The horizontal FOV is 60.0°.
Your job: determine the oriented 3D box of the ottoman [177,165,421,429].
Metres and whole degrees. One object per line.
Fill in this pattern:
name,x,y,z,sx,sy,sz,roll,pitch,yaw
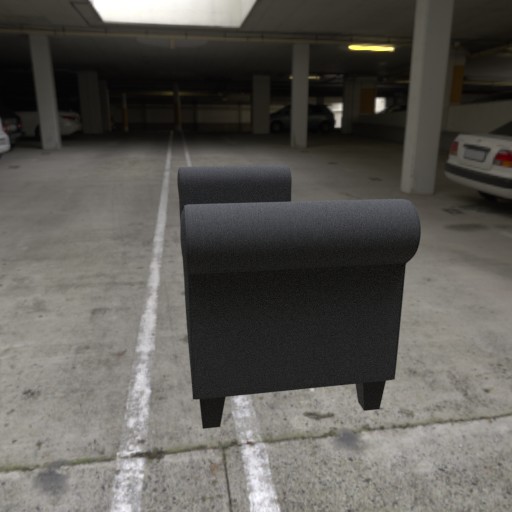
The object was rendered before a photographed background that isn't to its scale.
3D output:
ottoman,0.000,0.000,1.563,0.521,0.547,1.256,-3,16,-10
